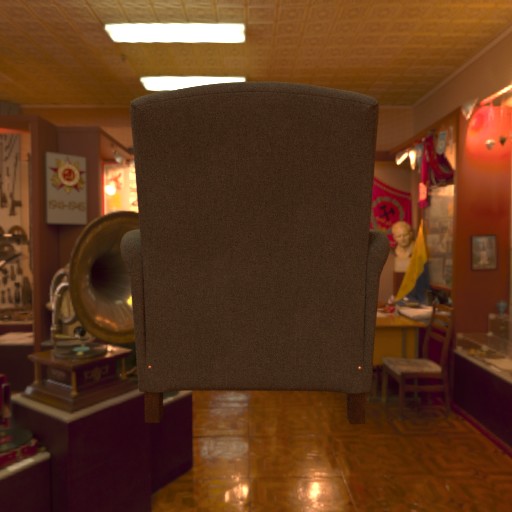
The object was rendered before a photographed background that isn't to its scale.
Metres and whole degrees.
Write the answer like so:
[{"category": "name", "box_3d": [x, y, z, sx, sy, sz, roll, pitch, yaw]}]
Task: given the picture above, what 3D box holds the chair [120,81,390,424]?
[{"category": "chair", "box_3d": [0.000, 0.000, 1.744, 0.978, 1.061, 0.905, 0, 2, 1]}]
